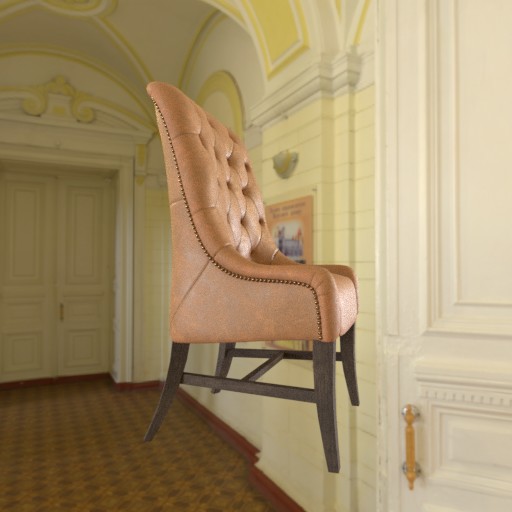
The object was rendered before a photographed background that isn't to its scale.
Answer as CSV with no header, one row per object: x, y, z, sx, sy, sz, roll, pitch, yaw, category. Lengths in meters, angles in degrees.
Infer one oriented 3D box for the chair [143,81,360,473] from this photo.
0.000,0.000,1.476,0.629,1.091,0.634,0,-1,18,chair
